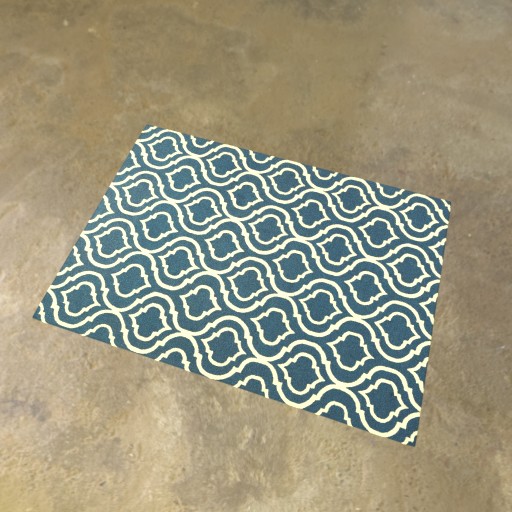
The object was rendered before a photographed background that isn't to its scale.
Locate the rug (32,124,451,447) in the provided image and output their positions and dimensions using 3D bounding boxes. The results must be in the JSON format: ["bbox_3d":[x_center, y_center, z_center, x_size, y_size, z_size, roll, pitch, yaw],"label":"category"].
[{"bbox_3d":[0.000,0.000,2.654,2.134,0.010,1.524,16,63,8],"label":"rug"}]
